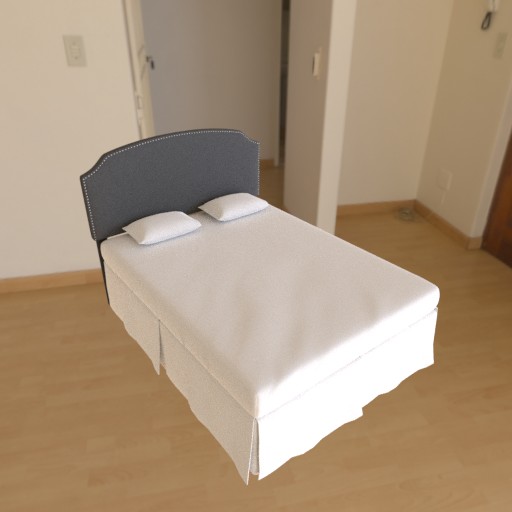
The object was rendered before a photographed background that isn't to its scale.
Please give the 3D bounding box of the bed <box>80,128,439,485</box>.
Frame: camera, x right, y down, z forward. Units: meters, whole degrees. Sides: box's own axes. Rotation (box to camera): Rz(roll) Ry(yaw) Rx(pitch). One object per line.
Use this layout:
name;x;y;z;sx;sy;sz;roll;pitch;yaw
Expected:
bed;0.000;0.000;2.957;1.558;1.270;1.999;-20;35;-32
